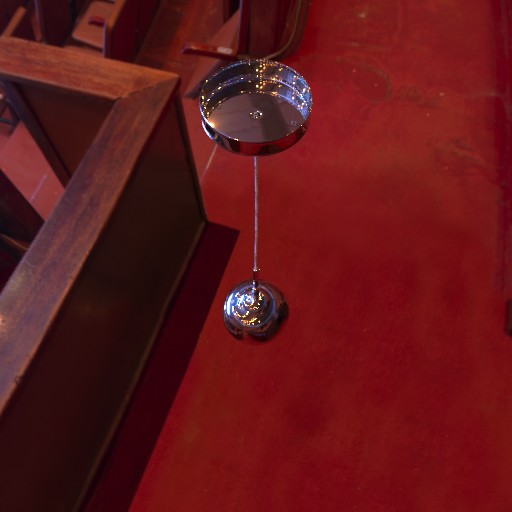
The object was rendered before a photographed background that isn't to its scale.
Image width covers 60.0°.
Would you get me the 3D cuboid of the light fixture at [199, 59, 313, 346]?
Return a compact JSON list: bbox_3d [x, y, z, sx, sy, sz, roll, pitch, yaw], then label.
[{"bbox_3d":[0.000,0.000,1.659,0.336,1.538,0.336,15,64,7],"label":"light fixture"}]
